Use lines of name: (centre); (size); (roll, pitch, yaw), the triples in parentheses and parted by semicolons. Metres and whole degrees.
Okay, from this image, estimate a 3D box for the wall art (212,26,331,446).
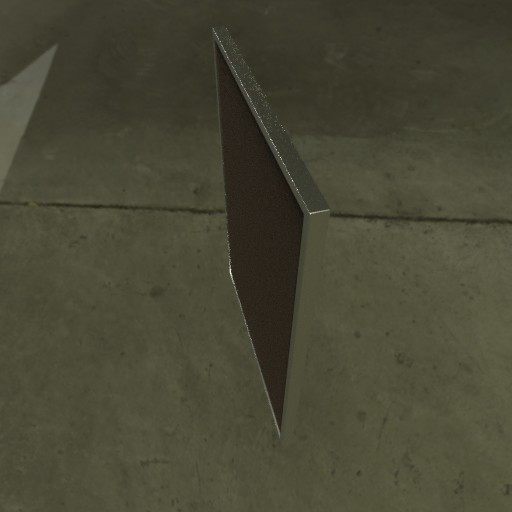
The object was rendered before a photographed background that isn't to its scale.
wall art: (0.000, 0.000, 1.373); (0.037, 1.062, 0.801); (-11, 49, -10)
